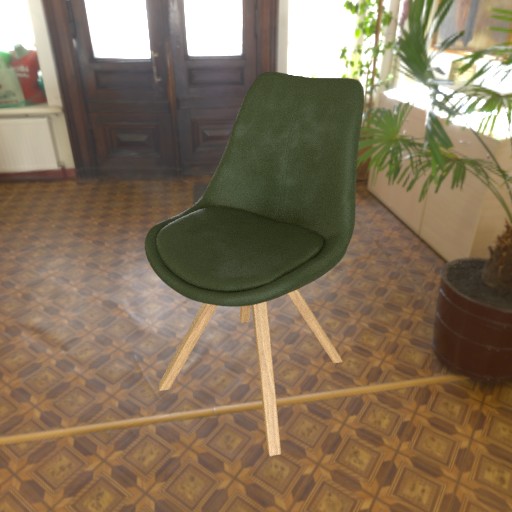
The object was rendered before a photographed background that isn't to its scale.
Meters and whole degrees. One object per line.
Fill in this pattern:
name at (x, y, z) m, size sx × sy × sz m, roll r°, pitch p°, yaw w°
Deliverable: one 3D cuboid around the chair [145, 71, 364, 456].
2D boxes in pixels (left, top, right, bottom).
chair at (0.000, 0.000, 1.205) m, size 0.483 × 0.865 × 0.547 m, roll 19°, pitch 35°, yaw 29°
